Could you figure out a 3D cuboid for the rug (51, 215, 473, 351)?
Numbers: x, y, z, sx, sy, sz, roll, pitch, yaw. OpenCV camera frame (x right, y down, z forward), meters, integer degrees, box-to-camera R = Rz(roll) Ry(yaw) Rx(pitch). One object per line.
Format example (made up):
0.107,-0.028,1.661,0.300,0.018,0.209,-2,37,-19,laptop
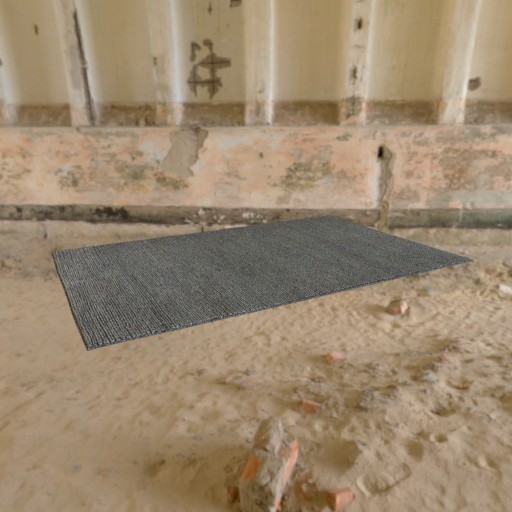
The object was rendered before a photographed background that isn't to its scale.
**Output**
0.000,0.000,3.017,2.443,0.021,1.538,-9,20,-27,rug
